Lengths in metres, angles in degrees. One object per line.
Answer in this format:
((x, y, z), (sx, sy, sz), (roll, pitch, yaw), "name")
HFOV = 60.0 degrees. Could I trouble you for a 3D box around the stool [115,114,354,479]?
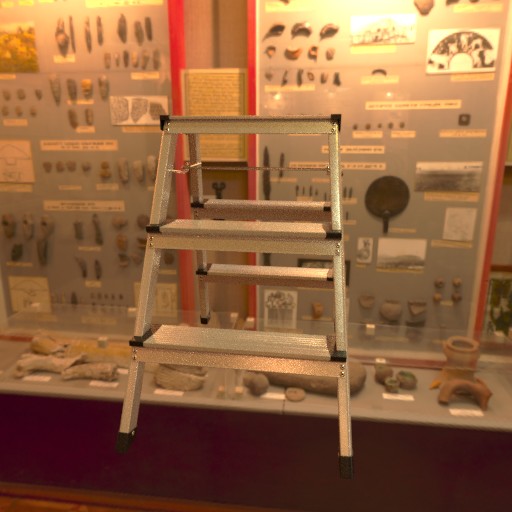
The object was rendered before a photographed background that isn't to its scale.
((0.000, 0.000, 1.005), (0.437, 0.605, 0.622), (2, 16, 9), "stool")
